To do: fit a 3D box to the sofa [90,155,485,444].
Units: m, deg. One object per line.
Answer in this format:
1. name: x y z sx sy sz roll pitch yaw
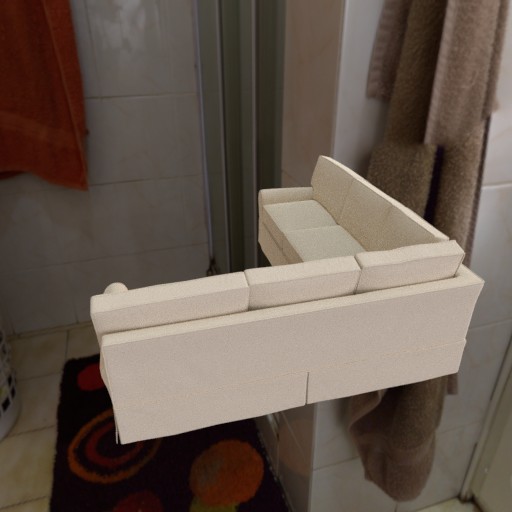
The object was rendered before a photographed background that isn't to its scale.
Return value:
1. sofa: 0.000 0.000 3.982 2.597 1.070 2.591 -7 30 -13
